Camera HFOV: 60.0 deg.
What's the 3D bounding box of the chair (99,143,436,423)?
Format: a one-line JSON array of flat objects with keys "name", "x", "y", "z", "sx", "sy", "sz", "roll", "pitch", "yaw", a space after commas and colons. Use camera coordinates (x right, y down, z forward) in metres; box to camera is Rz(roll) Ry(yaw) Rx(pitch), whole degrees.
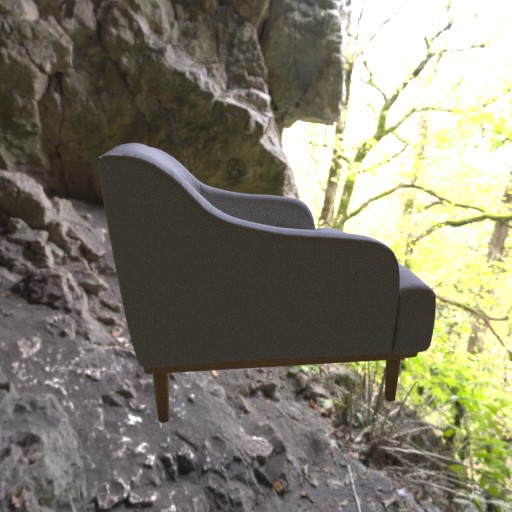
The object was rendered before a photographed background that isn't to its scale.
[{"name": "chair", "x": 0.000, "y": 0.000, "z": 1.655, "sx": 0.951, "sy": 0.818, "sz": 0.946, "roll": -3, "pitch": 16, "yaw": -10}]
